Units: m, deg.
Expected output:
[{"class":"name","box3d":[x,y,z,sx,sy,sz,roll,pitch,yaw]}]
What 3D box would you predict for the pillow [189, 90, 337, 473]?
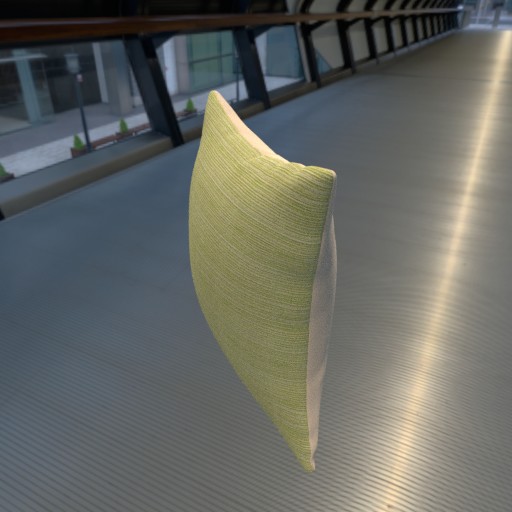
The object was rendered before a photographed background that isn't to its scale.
[{"class":"pillow","box3d":[0.000,0.000,0.800,0.229,0.487,0.560,-10,32,-16]}]
